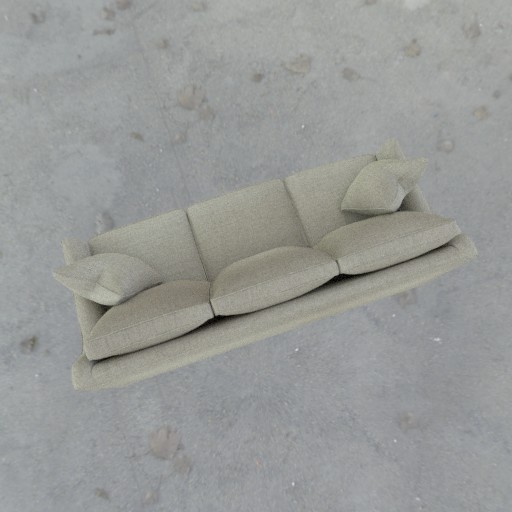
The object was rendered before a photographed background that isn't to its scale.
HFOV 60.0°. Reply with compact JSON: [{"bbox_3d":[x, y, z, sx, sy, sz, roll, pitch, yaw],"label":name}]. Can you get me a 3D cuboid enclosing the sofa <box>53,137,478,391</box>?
[{"bbox_3d":[0.000,0.000,2.516,2.031,0.914,0.865,-18,76,-5],"label":"sofa"}]
